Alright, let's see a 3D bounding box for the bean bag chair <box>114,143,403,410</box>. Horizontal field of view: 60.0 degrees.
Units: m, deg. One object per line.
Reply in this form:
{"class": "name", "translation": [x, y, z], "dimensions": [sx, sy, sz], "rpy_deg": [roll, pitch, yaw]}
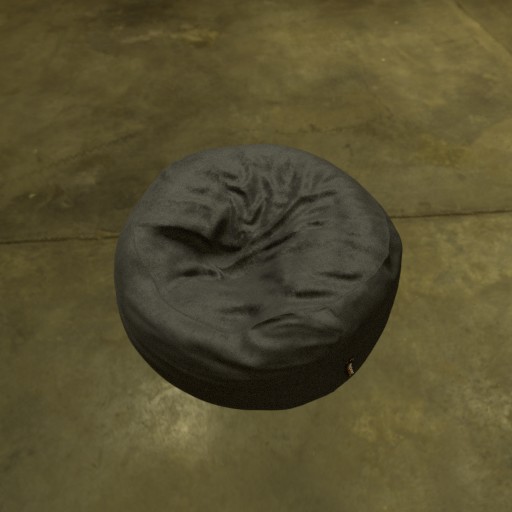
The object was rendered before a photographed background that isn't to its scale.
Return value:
{"class": "bean bag chair", "translation": [0.000, 0.000, 2.407], "dimensions": [1.525, 0.751, 1.525], "rpy_deg": [0, 47, 0]}
